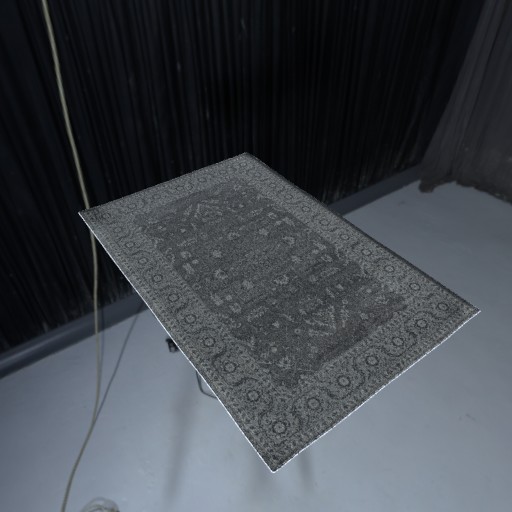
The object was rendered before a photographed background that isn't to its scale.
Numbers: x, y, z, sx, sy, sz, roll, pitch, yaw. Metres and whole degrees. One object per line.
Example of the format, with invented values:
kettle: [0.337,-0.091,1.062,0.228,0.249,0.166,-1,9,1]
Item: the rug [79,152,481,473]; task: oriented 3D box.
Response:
rug: [0.000,0.000,2.294,1.209,0.019,1.828,-26,48,-26]
